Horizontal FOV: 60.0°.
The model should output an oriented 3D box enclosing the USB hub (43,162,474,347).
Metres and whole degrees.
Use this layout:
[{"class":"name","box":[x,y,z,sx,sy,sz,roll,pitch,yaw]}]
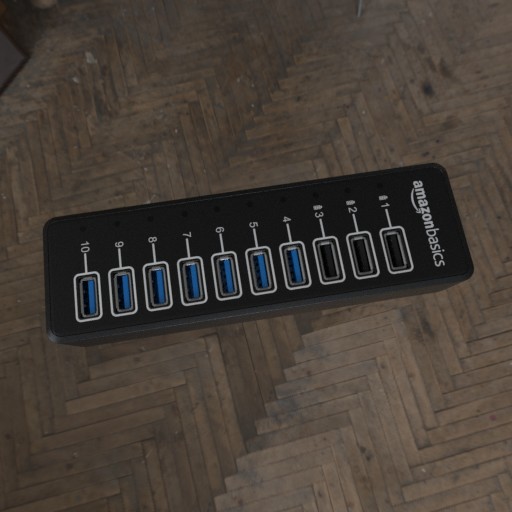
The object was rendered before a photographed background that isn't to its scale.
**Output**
[{"class":"USB hub","box":[0.000,0.000,0.163,0.145,0.023,0.044,-9,76,-2]}]
